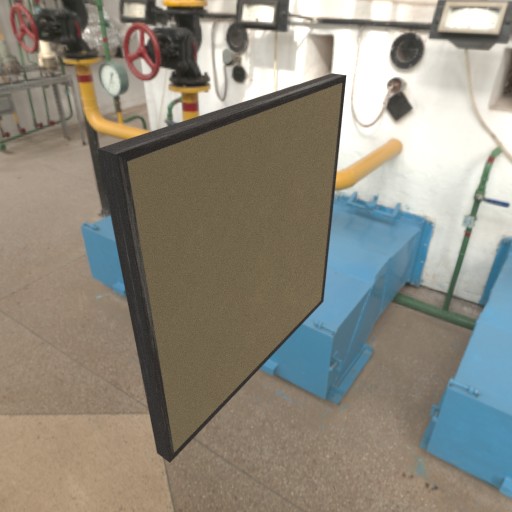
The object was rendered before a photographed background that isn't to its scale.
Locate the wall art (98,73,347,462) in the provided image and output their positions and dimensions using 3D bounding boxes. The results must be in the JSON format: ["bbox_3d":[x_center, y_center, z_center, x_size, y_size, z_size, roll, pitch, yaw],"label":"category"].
[{"bbox_3d":[0.000,0.000,1.125,0.043,0.758,0.762,21,38,30],"label":"wall art"}]
